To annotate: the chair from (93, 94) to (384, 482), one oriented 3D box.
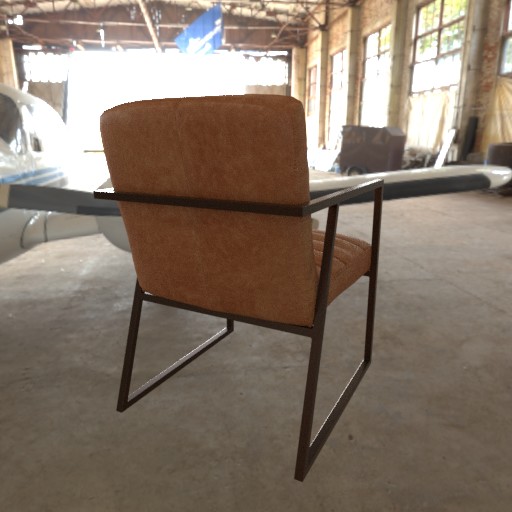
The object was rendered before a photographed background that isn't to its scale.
[{"bbox_3d":[0.000,0.000,1.278,0.571,0.832,0.677,8,17,27],"label":"chair"}]
